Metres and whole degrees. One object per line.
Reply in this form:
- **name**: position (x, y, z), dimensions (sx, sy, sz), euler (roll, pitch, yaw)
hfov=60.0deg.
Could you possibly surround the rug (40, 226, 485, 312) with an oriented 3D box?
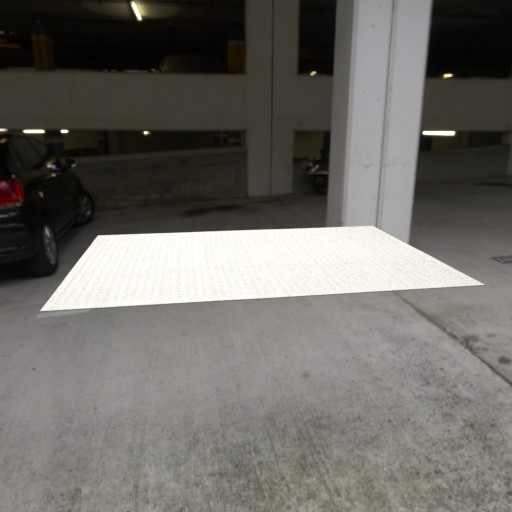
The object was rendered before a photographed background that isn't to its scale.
- **rug**: position (0.000, 0.000, 2.956), dimensions (2.289, 0.006, 1.523), euler (-3, 16, -9)
